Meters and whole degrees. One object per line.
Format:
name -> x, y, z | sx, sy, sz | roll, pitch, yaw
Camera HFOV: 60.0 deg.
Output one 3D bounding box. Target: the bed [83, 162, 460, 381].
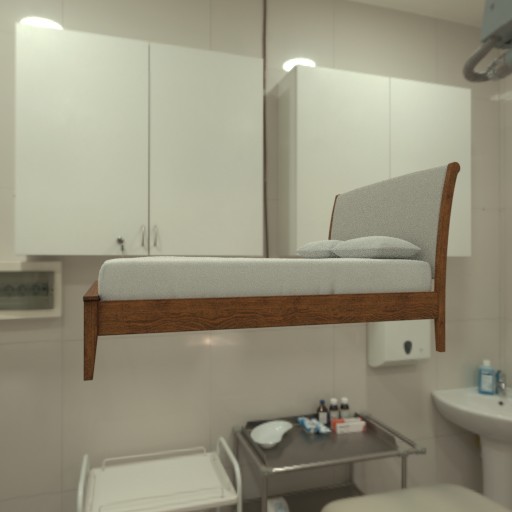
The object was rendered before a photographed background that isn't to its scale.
bed -> 0.000, 0.000, 3.017 | 2.108, 1.135, 1.502 | 0, 0, -18
